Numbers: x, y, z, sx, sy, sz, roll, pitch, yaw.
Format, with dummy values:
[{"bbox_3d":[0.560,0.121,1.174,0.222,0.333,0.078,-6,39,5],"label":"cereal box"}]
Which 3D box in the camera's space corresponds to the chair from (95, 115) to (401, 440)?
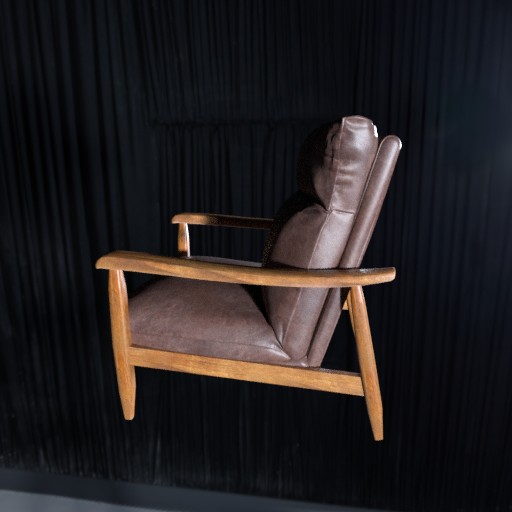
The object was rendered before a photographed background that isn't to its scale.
[{"bbox_3d":[0.000,0.000,1.526,0.830,0.897,0.782,2,15,7],"label":"chair"}]
